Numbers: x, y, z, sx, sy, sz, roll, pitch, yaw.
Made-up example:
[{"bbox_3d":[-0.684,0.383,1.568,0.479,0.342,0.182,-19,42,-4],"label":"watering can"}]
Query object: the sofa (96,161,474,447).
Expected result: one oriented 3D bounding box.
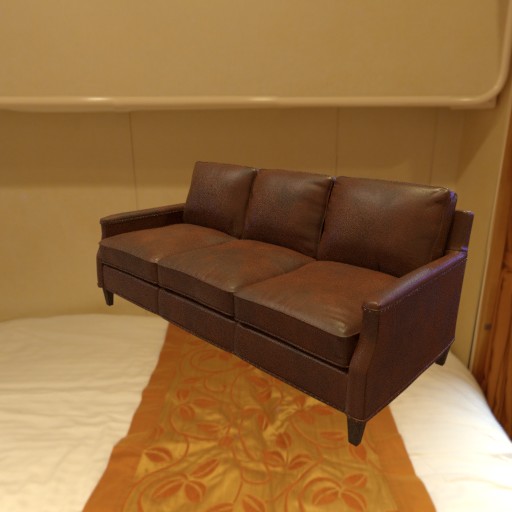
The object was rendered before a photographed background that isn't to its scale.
[{"bbox_3d":[0.000,0.000,2.771,2.240,1.003,1.084,16,24,42],"label":"sofa"}]
